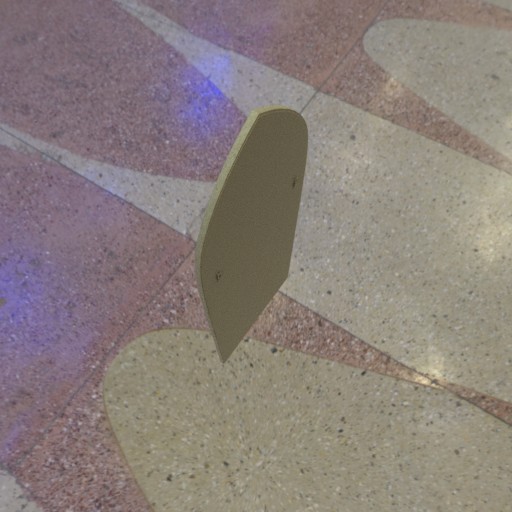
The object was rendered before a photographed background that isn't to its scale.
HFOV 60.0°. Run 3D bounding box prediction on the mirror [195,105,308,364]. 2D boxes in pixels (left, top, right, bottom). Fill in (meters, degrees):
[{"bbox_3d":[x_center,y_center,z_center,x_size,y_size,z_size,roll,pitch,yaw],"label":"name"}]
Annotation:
[{"bbox_3d":[0.000,0.000,1.320,0.025,1.175,0.464,32,68,15],"label":"mirror"}]
